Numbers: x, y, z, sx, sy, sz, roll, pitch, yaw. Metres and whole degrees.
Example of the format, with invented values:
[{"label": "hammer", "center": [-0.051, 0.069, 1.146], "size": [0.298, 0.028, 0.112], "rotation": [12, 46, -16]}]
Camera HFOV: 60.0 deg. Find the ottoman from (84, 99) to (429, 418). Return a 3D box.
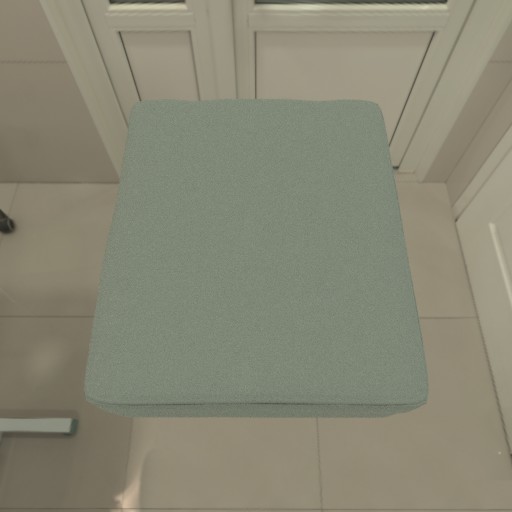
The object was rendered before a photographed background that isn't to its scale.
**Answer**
[{"label": "ottoman", "center": [0.000, 0.000, 1.430], "size": [0.842, 0.494, 0.991], "rotation": [0, 63, 0]}]
